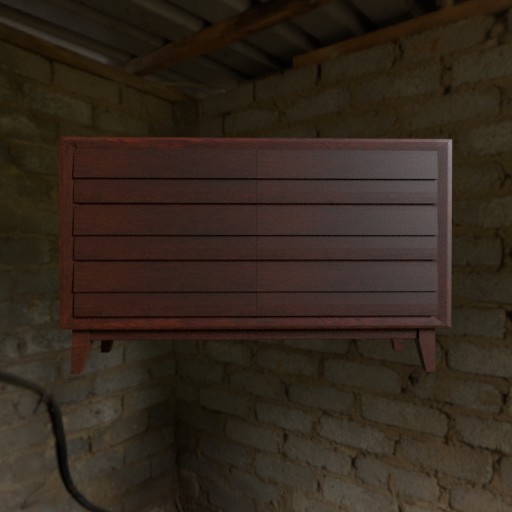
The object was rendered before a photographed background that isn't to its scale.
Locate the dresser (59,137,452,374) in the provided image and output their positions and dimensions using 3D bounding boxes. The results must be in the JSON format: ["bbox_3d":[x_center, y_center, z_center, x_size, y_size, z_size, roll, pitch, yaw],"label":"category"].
[{"bbox_3d":[0.000,0.000,2.064,1.609,0.971,0.499,0,1,-1],"label":"dresser"}]
